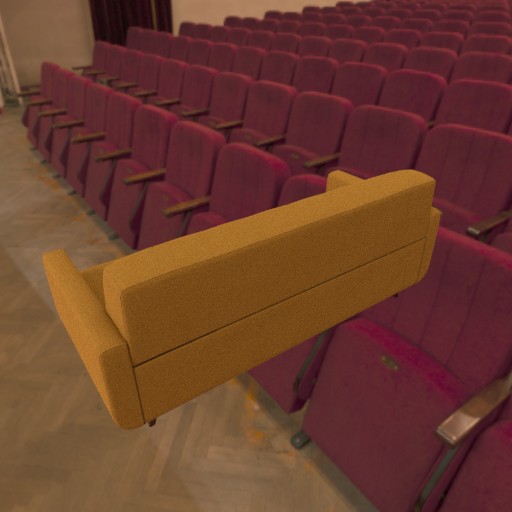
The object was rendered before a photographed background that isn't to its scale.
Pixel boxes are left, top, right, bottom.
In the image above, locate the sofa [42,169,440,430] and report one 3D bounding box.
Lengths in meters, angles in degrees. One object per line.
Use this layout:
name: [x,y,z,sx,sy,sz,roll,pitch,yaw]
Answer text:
sofa: [0.000,0.000,2.478,2.029,0.841,0.909,-20,37,-30]
